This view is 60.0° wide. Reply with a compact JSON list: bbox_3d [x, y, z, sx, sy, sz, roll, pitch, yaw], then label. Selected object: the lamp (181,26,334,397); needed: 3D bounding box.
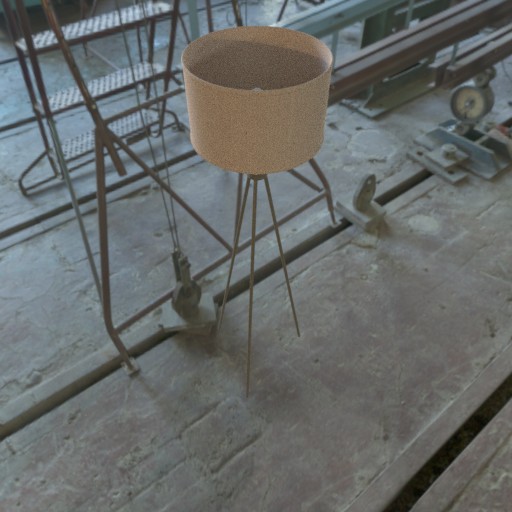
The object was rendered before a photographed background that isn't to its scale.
[{"bbox_3d":[0.000,0.000,1.743,0.449,1.545,0.460,5,48,4],"label":"lamp"}]
